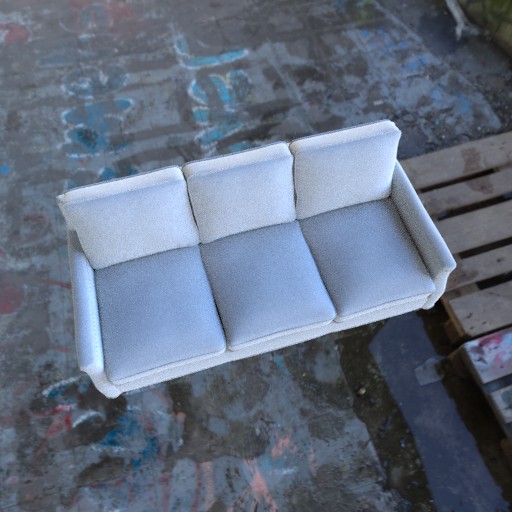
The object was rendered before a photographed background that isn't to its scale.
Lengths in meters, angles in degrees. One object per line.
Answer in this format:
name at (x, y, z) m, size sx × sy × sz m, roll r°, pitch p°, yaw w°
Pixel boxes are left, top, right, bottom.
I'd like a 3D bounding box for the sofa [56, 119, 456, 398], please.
sofa at (0.000, 0.000, 2.820) m, size 2.246 × 1.003 × 1.084 m, roll -14°, pitch 63°, yaw -7°
